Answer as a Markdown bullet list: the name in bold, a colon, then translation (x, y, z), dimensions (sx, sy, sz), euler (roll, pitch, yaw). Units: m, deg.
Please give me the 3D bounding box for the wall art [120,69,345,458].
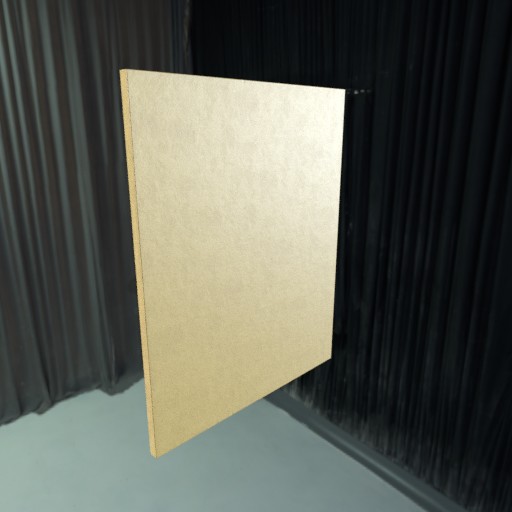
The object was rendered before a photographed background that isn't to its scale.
- **wall art**: translation (0.000, 0.000, 1.364), dimensions (0.798, 1.002, 0.030), euler (-15, 22, -42)
